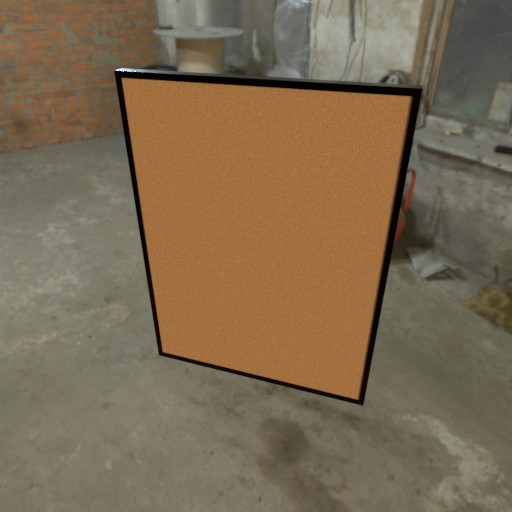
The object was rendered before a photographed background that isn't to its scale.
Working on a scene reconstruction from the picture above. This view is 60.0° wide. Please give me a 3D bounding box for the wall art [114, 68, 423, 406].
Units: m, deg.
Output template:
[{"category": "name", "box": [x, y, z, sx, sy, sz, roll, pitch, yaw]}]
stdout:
[{"category": "wall art", "box": [0.000, 0.000, 1.400, 0.805, 1.062, 0.040, 10, 33, 15]}]
